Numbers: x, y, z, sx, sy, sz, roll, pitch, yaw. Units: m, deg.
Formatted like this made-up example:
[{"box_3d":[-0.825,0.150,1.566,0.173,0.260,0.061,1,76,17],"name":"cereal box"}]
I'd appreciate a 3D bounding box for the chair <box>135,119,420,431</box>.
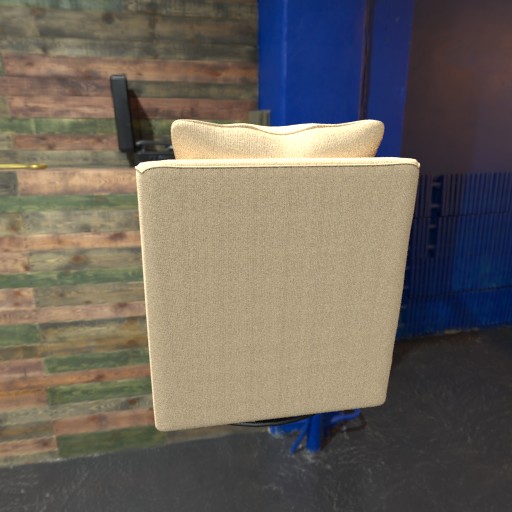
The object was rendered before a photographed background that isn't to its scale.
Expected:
[{"box_3d":[0.000,0.000,1.606,0.760,0.927,0.876,-3,16,-11],"name":"chair"}]
